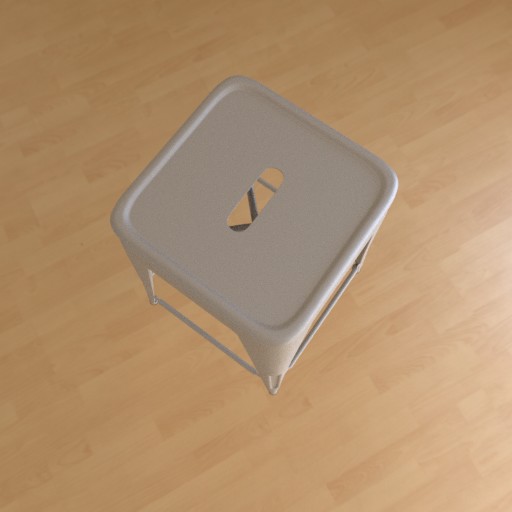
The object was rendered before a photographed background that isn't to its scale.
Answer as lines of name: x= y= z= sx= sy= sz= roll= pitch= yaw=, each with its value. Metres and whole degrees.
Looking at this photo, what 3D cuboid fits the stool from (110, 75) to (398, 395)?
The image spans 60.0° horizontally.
stool: x=0.000 y=0.000 z=0.895 sx=0.410 sy=0.608 sz=0.410 roll=35 pitch=78 yaw=9
